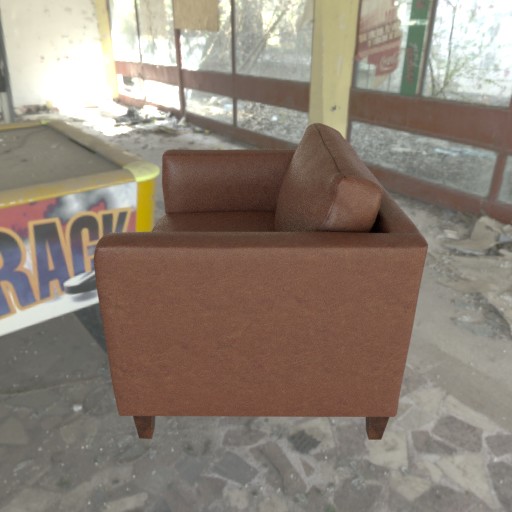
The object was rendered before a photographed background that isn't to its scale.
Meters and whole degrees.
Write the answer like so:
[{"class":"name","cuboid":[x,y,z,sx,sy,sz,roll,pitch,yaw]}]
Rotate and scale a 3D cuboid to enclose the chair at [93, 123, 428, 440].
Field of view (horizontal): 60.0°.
[{"class":"chair","cuboid":[0.000,0.000,1.787,0.959,0.917,1.107,0,26,0]}]
